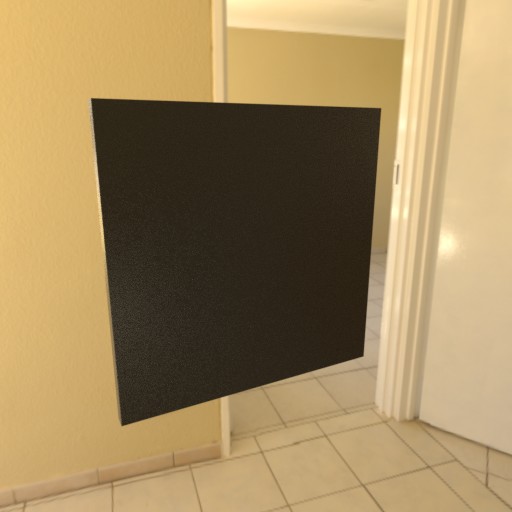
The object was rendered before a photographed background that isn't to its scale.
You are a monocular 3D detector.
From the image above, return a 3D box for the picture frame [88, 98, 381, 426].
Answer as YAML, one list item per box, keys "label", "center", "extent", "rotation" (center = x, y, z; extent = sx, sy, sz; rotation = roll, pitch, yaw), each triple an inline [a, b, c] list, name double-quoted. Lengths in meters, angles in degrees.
- label: "picture frame"
  center: [0.000, 0.000, 0.858]
  extent: [0.559, 0.557, 0.029]
  rotation: [-8, 17, -27]
